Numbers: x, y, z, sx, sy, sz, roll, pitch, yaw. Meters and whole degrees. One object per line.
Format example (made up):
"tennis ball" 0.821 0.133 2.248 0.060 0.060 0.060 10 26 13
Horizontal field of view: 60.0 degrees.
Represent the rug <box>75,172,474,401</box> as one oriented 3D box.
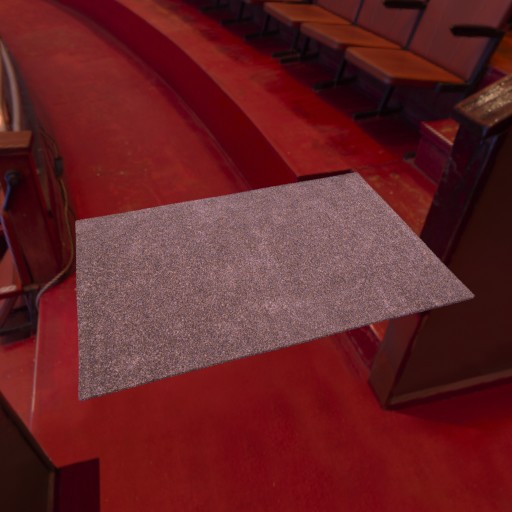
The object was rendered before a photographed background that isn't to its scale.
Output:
"rug" 0.000 0.000 3.494 2.699 0.026 1.802 -12 42 -13
